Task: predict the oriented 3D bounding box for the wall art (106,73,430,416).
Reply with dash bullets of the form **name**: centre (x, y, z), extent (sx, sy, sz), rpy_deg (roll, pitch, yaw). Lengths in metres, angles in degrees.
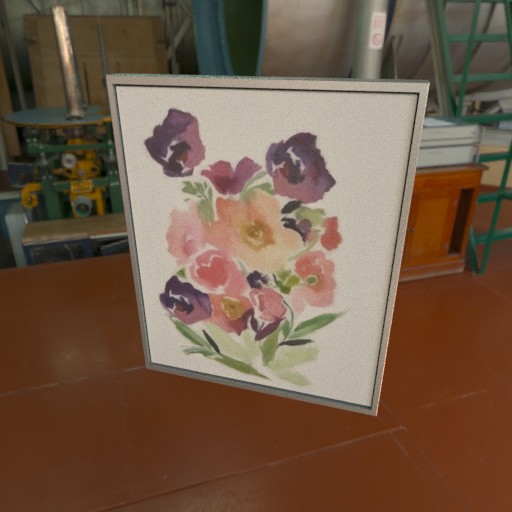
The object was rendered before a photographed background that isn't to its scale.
- **wall art**: centre (0.000, 0.000, 0.733), extent (0.452, 0.549, 0.038), rpy_deg (7, 27, 15)
